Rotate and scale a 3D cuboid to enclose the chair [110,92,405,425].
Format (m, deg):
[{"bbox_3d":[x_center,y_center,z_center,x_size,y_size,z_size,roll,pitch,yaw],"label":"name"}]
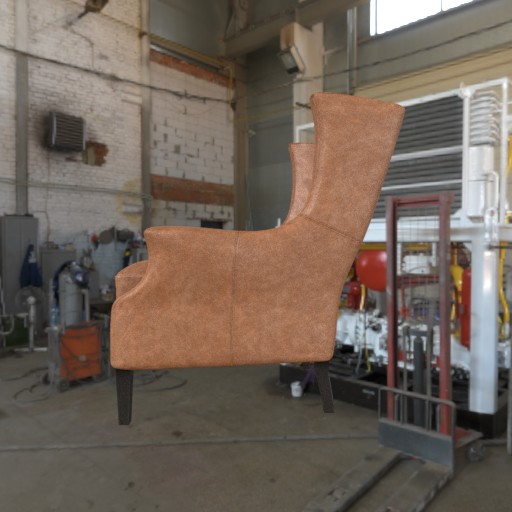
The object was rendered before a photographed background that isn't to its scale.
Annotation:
[{"bbox_3d":[0.000,0.000,1.714,0.926,1.016,0.853,0,1,-1],"label":"chair"}]
